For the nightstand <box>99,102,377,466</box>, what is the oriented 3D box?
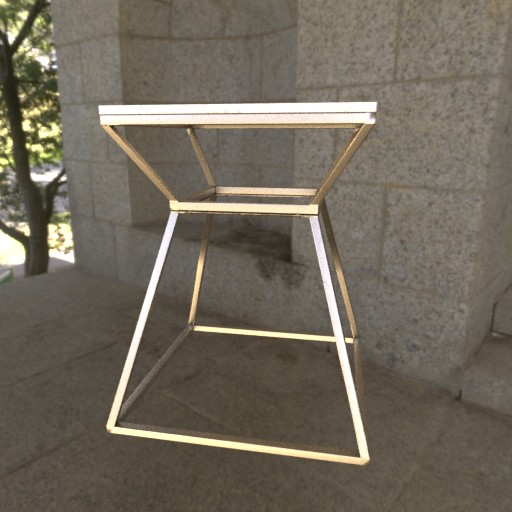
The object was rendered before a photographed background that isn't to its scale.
[{"bbox_3d":[0.000,0.000,0.891,0.455,0.554,0.455,3,15,10],"label":"nightstand"}]
